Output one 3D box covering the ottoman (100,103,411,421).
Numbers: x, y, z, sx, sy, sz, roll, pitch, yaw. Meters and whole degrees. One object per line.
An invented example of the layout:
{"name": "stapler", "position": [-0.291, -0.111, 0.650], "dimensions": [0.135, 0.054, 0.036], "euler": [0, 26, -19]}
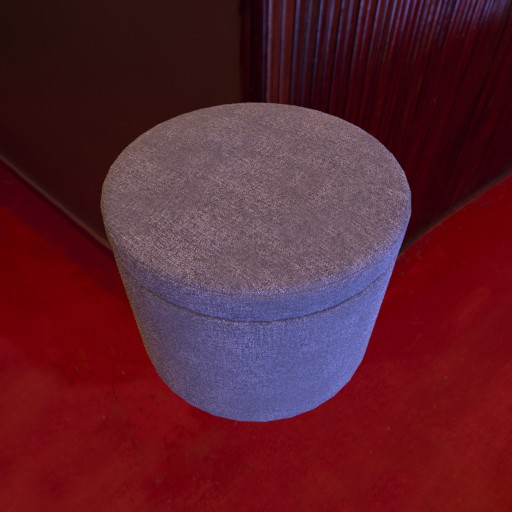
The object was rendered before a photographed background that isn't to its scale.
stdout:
{"name": "ottoman", "position": [0.000, 0.000, 0.861], "dimensions": [0.500, 0.419, 0.500], "euler": [0, 47, 0]}
